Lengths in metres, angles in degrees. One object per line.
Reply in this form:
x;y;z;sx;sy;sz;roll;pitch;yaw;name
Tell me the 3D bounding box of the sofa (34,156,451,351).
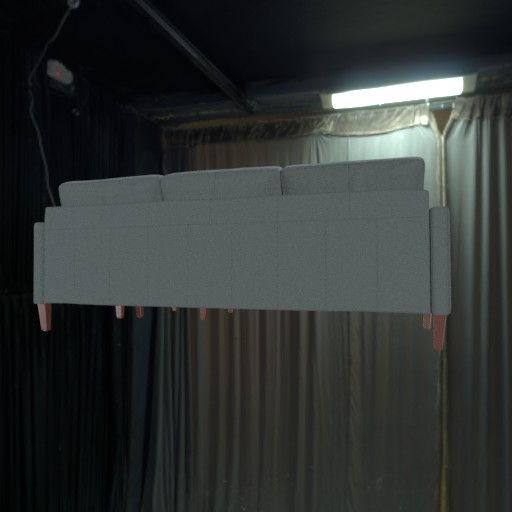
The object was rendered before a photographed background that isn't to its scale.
0.000;0.000;2.881;2.178;0.876;1.506;-1;-2;18;sofa
